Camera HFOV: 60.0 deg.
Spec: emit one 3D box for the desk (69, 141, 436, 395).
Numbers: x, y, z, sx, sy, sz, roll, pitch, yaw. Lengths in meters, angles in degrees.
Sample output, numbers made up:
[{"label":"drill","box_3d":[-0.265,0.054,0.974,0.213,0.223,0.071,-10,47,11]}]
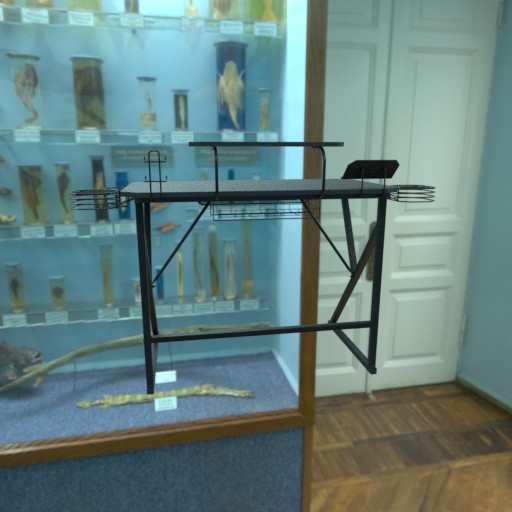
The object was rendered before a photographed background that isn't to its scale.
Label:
[{"label":"desk","box_3d":[0.000,0.000,1.780,1.290,0.880,0.580,-2,14,-10]}]
